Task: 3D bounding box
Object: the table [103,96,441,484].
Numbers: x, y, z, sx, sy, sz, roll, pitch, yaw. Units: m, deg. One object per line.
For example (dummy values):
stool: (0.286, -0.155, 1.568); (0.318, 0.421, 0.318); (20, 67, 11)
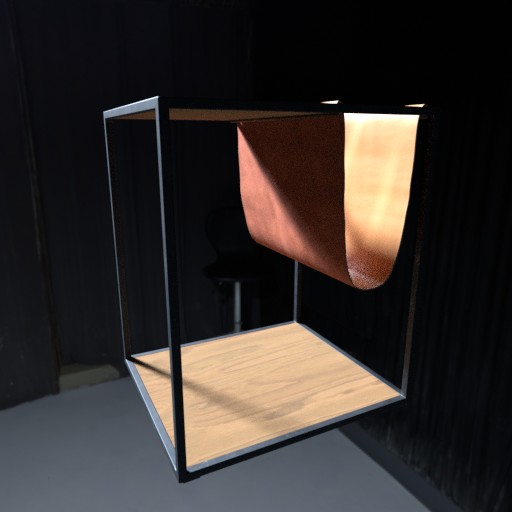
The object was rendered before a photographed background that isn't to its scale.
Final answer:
table: (0.000, 0.000, 0.839); (0.450, 0.536, 0.399); (-8, 17, -26)
